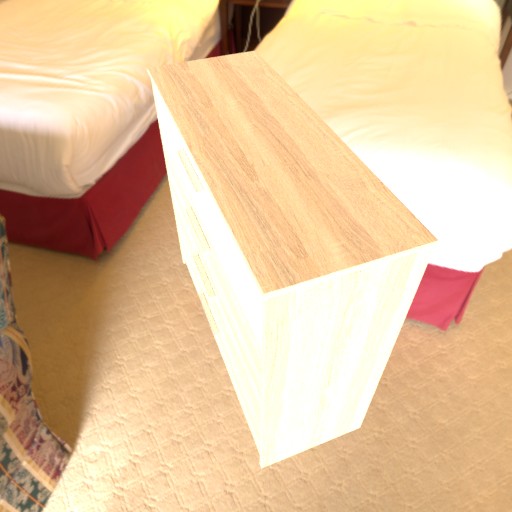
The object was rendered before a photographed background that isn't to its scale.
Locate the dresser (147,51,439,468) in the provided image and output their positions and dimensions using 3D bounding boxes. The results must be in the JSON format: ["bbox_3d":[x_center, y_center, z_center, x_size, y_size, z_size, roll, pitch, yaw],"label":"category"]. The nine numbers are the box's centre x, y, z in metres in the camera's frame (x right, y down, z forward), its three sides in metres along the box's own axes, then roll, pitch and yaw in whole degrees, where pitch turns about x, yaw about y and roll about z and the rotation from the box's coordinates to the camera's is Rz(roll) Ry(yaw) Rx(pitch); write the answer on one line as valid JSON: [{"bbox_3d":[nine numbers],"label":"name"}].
[{"bbox_3d":[0.000,0.000,1.454,0.380,0.900,0.980,-16,48,-15],"label":"dresser"}]
